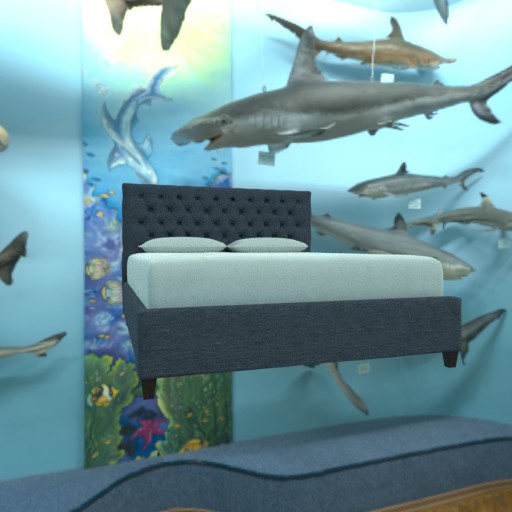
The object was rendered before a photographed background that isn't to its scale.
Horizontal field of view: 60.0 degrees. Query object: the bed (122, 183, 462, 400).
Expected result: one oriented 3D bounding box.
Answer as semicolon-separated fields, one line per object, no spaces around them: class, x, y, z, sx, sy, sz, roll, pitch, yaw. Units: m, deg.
bed;0.000;0.000;3.676;2.078;1.427;2.387;0;1;-18
